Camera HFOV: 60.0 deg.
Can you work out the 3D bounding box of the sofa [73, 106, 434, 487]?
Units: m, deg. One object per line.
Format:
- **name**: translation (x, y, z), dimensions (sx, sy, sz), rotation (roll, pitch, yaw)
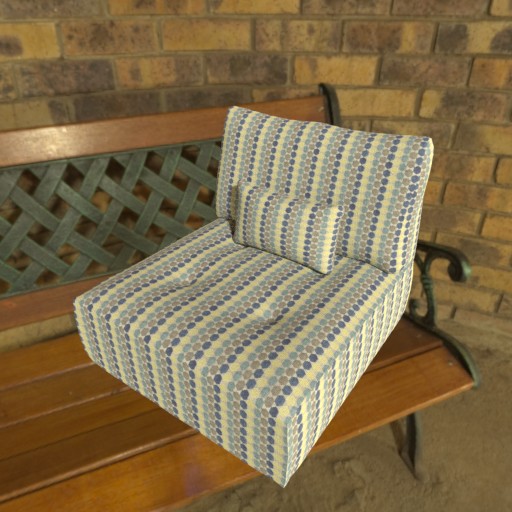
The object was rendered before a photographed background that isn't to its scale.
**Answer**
- **sofa**: translation (0.000, 0.000, 1.657), dimensions (0.930, 0.830, 1.000), rotation (20, 36, 30)
